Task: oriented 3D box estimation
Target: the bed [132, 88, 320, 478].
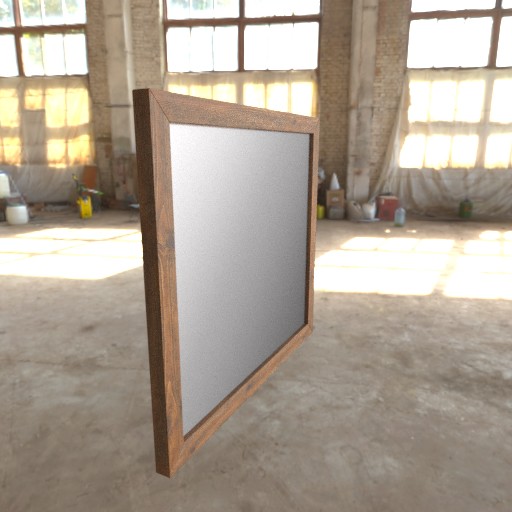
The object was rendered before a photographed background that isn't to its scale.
[{"bbox_3d":[0.000,0.000,1.483,0.046,0.942,1.046,7,15,27],"label":"bed"}]
